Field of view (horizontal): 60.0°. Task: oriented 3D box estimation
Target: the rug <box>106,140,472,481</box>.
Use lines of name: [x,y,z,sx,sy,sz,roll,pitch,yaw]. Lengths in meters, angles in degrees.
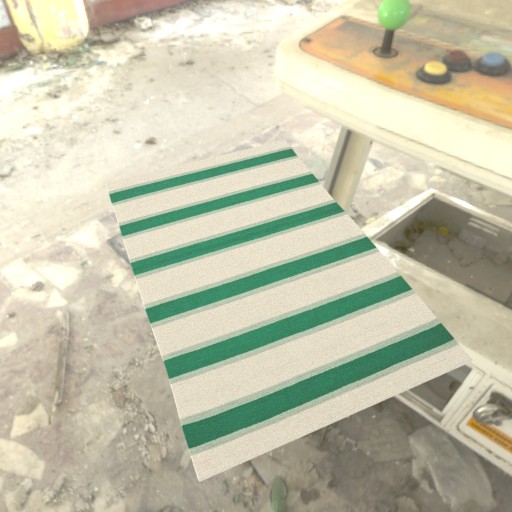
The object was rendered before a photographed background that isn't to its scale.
rug: [0.000,0.000,2.280,1.210,0.012,1.829,-17,49,-16]
